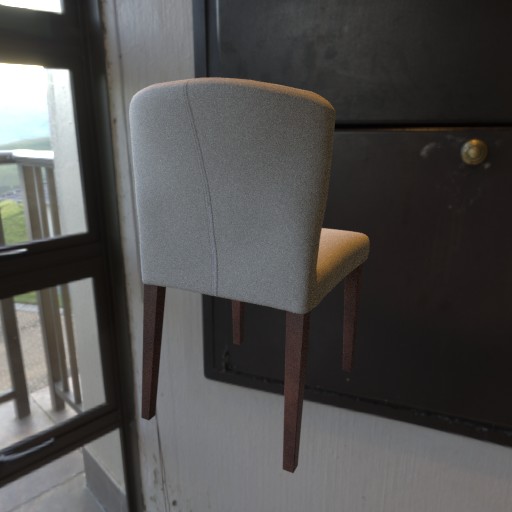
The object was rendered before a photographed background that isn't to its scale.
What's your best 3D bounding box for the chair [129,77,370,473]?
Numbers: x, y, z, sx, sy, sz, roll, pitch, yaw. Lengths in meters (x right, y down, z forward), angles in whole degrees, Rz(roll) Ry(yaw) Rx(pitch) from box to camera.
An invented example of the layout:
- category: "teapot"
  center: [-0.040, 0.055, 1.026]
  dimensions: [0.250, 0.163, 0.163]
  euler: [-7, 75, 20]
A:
- category: "chair"
  center: [0.000, 0.000, 1.192]
  dimensions: [0.491, 0.839, 0.592]
  euler: [8, 18, 26]
